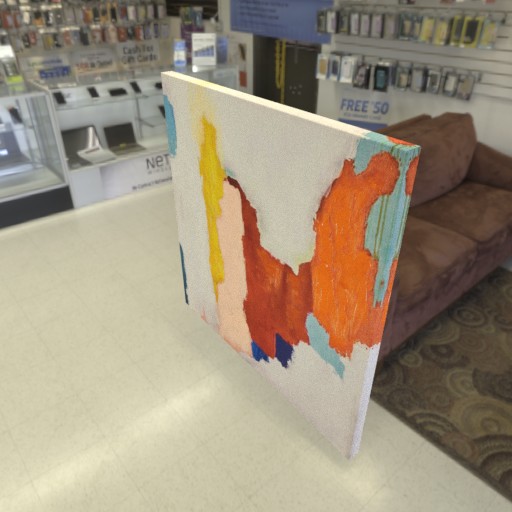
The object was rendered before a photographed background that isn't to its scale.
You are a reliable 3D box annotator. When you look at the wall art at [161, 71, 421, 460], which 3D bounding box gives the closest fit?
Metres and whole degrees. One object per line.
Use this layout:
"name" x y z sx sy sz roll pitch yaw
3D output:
"wall art" 0.000 0.000 1.188 0.037 0.814 0.814 -23 39 -31
